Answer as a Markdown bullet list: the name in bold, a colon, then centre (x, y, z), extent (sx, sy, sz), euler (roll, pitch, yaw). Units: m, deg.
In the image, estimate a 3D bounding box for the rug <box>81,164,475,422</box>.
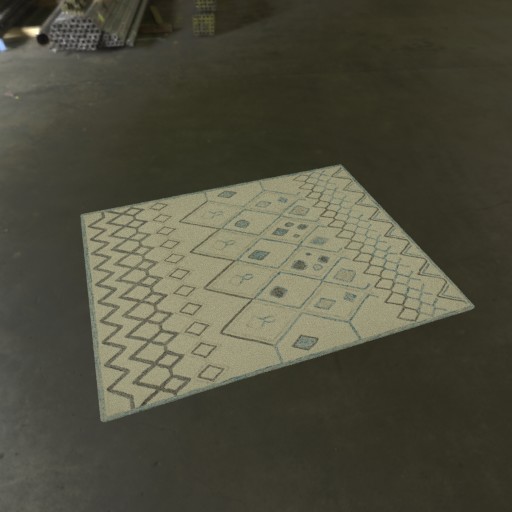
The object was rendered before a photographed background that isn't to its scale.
- **rug**: centre (0.000, 0.000, 4.192), extent (3.056, 0.013, 2.441), euler (-13, 44, -14)
